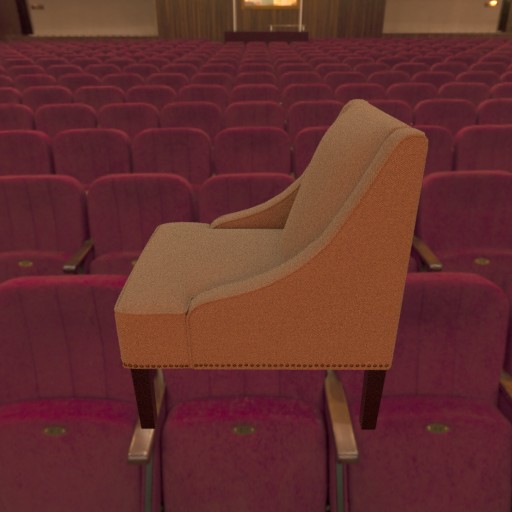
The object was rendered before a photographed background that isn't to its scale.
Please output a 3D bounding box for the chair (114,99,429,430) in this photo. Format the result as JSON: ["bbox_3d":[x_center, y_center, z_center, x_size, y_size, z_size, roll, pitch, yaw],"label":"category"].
[{"bbox_3d":[0.000,0.000,1.393,0.748,0.872,0.628,0,26,0],"label":"chair"}]
